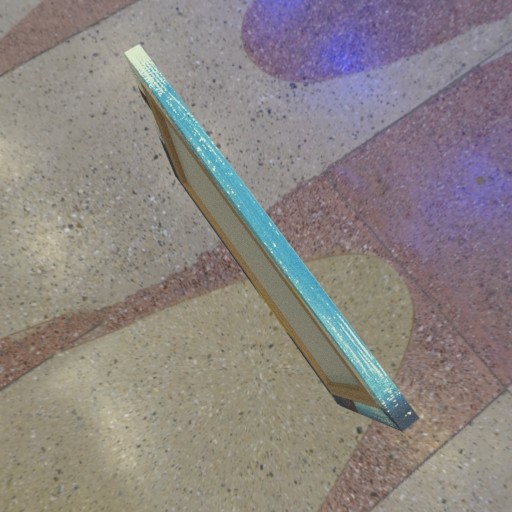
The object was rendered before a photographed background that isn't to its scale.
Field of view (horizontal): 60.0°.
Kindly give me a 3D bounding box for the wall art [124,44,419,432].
[{"bbox_3d":[0.000,0.000,1.137,0.039,0.610,0.914,-34,78,-8],"label":"wall art"}]
